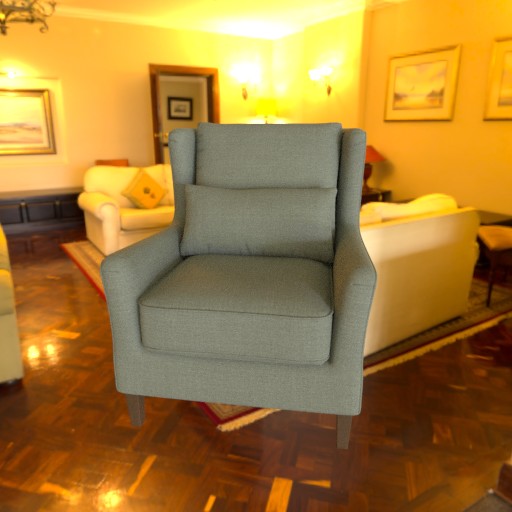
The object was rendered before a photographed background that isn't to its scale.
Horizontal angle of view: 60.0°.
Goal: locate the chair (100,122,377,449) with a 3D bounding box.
[{"bbox_3d":[0.000,0.000,1.816,0.866,1.056,1.040,3,17,9],"label":"chair"}]
